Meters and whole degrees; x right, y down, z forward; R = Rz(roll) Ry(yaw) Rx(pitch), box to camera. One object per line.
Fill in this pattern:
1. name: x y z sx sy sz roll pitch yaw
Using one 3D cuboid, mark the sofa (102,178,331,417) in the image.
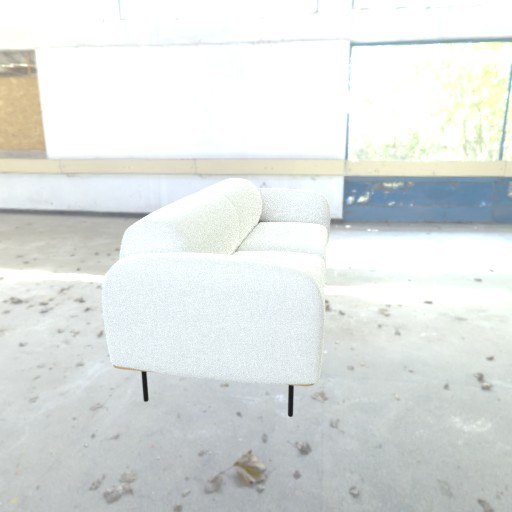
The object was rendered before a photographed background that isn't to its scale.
1. sofa: 0.000 0.000 2.695 0.870 0.780 2.280 3 16 9
